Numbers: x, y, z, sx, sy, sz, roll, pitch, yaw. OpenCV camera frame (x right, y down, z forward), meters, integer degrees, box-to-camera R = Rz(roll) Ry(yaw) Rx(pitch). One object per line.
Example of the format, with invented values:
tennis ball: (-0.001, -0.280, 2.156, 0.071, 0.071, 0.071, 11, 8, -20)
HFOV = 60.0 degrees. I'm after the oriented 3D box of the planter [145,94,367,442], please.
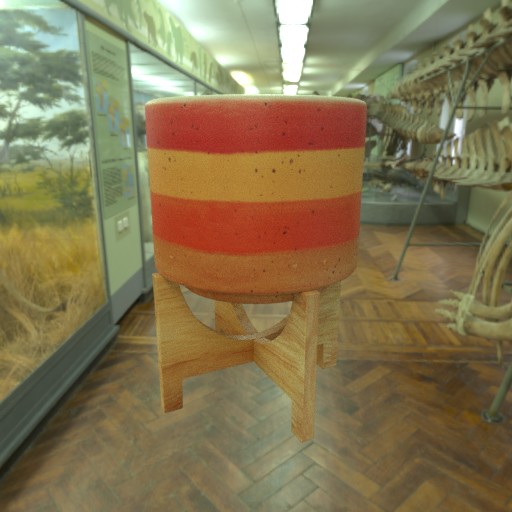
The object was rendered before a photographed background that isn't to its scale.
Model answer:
planter: (0.000, 0.000, 0.578, 0.269, 0.379, 0.269, 0, 16, 0)
